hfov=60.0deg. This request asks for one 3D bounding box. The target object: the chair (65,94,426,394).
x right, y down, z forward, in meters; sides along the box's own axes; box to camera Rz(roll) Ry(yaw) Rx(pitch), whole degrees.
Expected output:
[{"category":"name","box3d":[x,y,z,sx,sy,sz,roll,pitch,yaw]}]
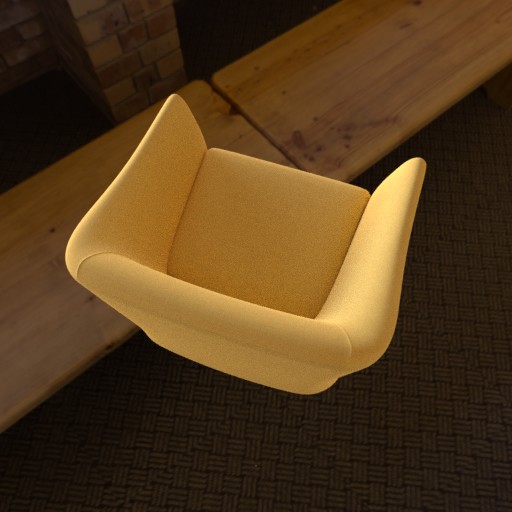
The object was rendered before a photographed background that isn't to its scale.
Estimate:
[{"category":"chair","box3d":[0.000,0.000,1.351,0.790,0.720,0.700,17,66,8]}]
